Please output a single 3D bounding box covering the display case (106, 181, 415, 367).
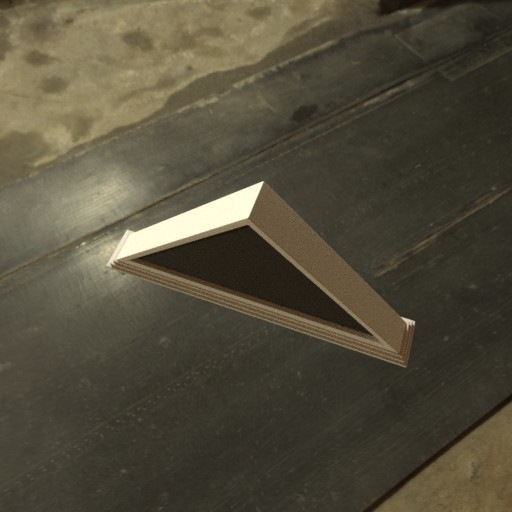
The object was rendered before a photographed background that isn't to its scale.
[{"bbox_3d":[0.000,0.000,0.765,0.640,0.340,0.095,17,64,9],"label":"display case"}]
